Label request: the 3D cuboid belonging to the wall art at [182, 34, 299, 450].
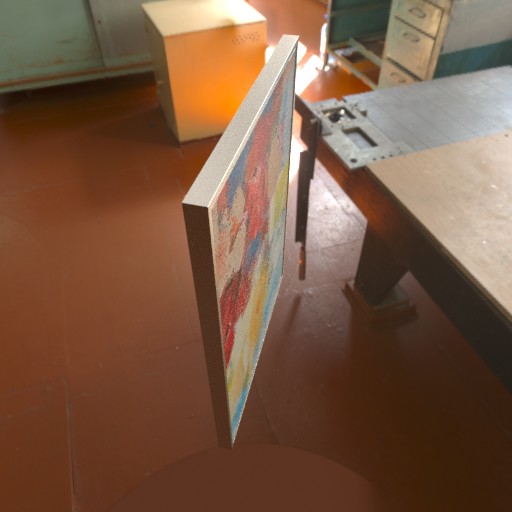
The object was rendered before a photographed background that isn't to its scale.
[{"bbox_3d":[0.000,0.000,0.760,0.025,0.569,0.444,11,46,10],"label":"wall art"}]
